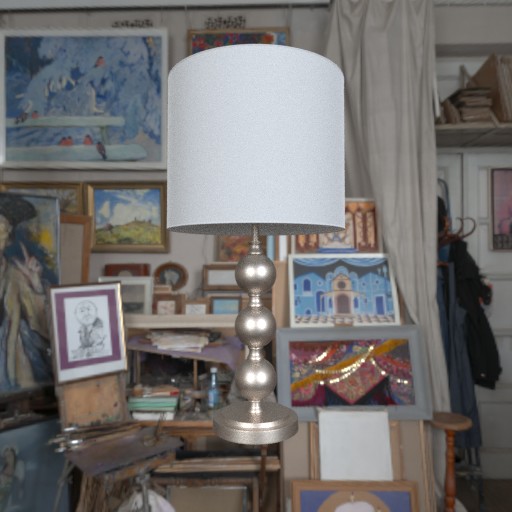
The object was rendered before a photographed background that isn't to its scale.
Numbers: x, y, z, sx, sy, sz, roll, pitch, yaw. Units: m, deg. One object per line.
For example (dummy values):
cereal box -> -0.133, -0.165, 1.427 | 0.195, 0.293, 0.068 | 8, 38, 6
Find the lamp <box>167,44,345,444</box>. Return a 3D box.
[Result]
lamp -> 0.000, 0.000, 0.699 | 0.277, 0.538, 0.277 | 1, -1, -36
